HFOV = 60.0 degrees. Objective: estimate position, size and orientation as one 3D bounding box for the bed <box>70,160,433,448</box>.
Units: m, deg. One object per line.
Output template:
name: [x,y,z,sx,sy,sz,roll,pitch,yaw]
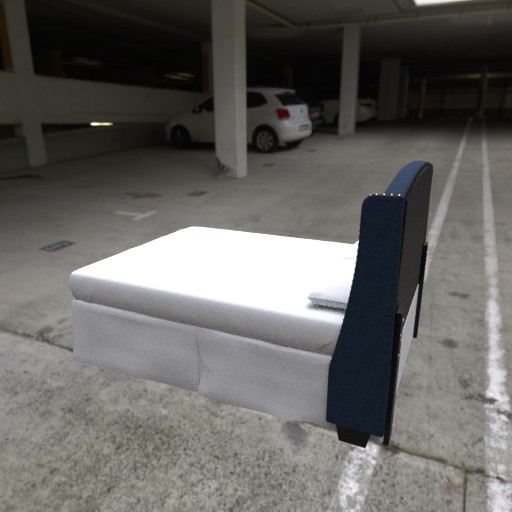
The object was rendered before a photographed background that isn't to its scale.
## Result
bed: [0.000,0.000,3.198,2.223,1.402,1.604,8,19,24]
